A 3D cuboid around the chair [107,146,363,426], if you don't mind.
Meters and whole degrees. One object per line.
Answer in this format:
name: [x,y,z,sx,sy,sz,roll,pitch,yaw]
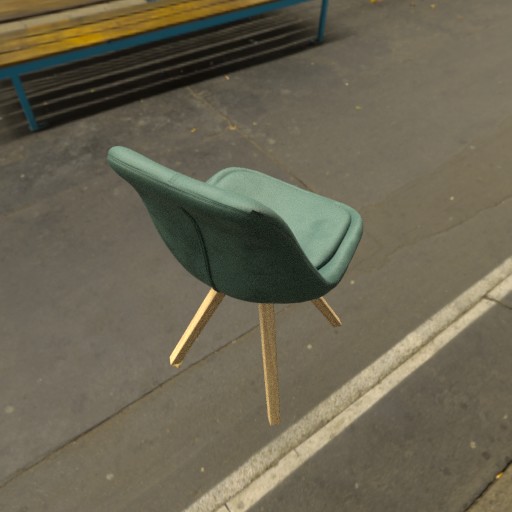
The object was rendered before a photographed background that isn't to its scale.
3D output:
chair: [0.000,0.000,1.178,0.483,0.865,0.547,25,52,21]
